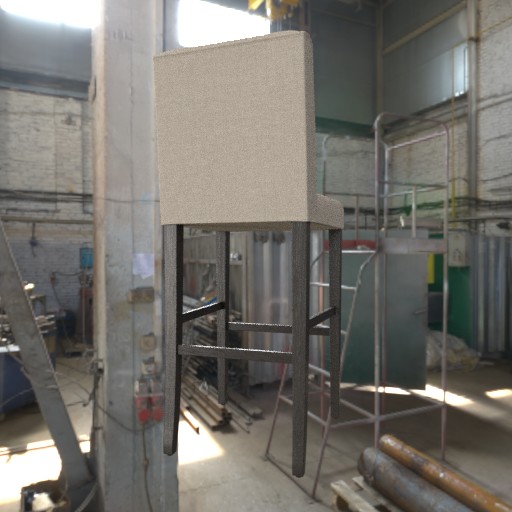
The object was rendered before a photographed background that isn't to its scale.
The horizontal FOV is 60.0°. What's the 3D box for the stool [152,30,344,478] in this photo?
[{"bbox_3d":[0.000,0.000,1.377,0.474,1.116,0.509,0,0,19],"label":"stool"}]
